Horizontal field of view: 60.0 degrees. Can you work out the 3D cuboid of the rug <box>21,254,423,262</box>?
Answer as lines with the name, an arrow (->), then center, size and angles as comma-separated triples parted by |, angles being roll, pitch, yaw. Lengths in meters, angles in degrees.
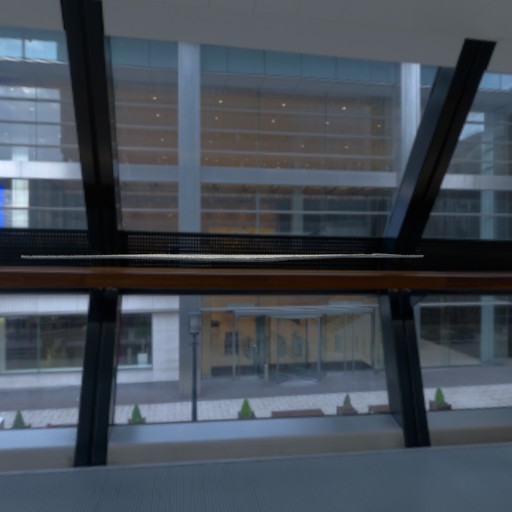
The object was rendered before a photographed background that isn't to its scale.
rug -> 0.000, 0.000, 3.001 | 1.616, 0.030, 2.338 | 0, 0, 35
